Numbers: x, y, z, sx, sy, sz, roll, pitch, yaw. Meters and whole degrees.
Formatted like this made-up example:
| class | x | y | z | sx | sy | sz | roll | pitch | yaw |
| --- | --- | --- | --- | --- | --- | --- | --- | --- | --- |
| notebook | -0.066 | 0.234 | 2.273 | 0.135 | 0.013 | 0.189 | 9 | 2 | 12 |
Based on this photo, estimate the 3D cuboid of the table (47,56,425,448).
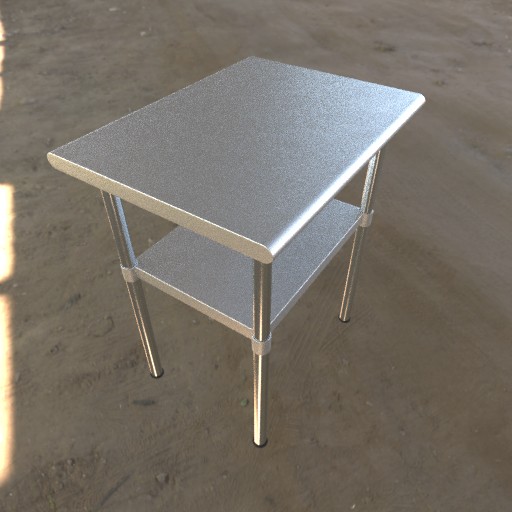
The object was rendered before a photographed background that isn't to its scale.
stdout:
| class | x | y | z | sx | sy | sz | roll | pitch | yaw |
| --- | --- | --- | --- | --- | --- | --- | --- | --- | --- |
| table | 0.000 | 0.000 | 1.358 | 0.584 | 0.876 | 0.762 | 24 | 47 | 25 |
